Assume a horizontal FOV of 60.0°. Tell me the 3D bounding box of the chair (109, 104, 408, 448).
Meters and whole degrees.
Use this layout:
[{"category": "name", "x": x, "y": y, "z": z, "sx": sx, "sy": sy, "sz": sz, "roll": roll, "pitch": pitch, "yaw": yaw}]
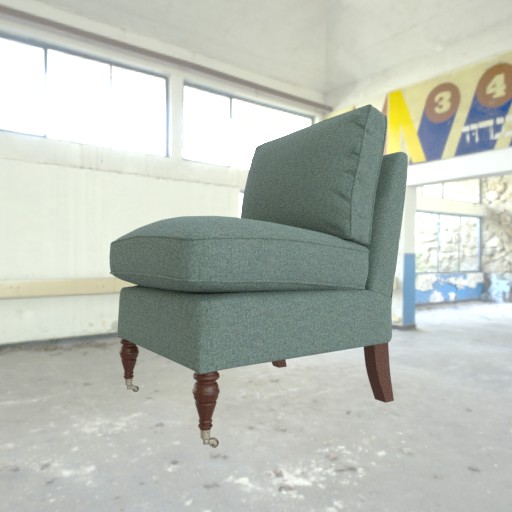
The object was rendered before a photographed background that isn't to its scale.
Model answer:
[{"category": "chair", "x": 0.000, "y": 0.000, "z": 1.430, "sx": 0.796, "sy": 0.901, "sz": 0.624, "roll": 0, "pitch": 0, "yaw": -35}]
